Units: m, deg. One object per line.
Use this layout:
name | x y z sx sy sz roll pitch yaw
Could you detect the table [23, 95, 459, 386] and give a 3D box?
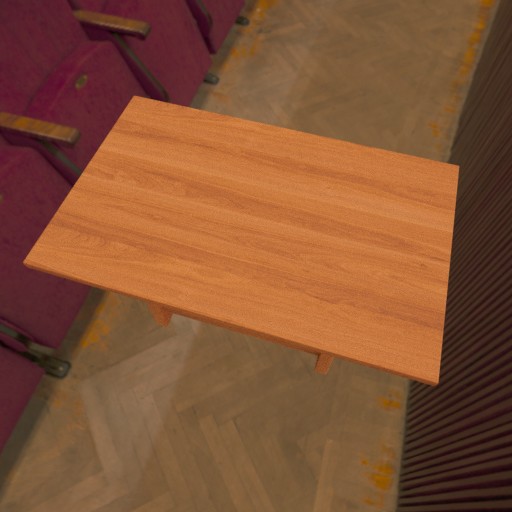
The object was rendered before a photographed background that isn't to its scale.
table | 0.000 0.000 1.500 1.100 0.510 0.700 15 60 9
